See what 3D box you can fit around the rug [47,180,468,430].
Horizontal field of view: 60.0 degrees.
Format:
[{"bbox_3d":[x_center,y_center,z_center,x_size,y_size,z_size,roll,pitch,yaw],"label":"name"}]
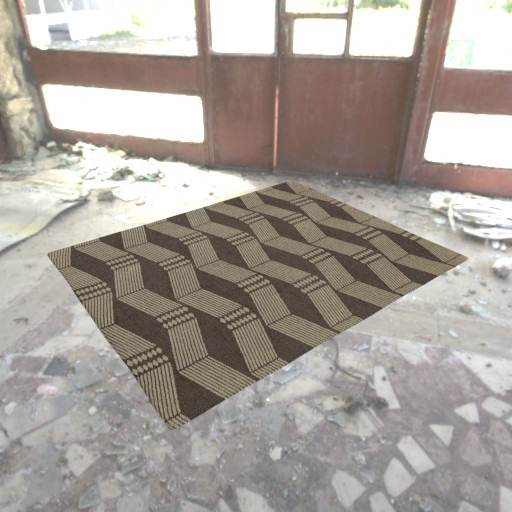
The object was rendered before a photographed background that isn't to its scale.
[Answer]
[{"bbox_3d":[0.000,0.000,4.082,3.048,0.016,2.438,-21,37,-31],"label":"rug"}]
